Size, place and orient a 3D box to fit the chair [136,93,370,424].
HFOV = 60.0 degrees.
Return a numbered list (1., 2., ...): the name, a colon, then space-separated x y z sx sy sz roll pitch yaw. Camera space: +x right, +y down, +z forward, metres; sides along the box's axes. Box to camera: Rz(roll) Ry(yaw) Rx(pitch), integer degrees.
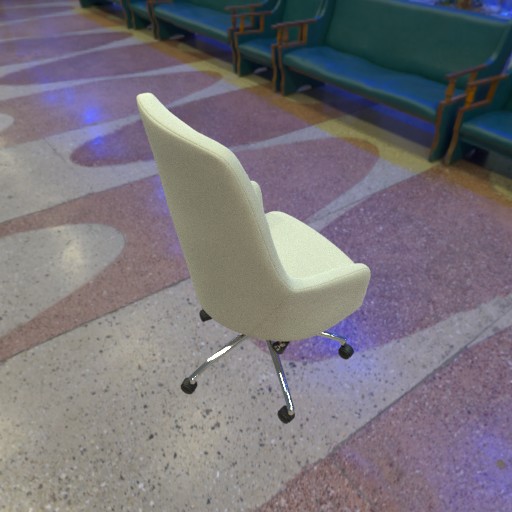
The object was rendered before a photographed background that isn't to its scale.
1. chair: 0.000 0.000 1.426 0.640 1.049 0.620 -24 46 -26
